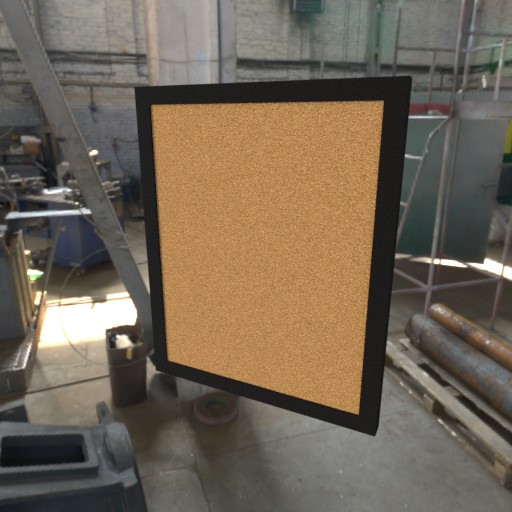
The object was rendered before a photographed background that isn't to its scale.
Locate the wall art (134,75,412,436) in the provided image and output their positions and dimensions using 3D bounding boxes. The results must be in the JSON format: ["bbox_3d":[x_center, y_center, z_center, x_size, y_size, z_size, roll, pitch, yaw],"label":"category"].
[{"bbox_3d":[0.000,0.000,0.765,0.457,0.559,0.029,8,19,25],"label":"wall art"}]
